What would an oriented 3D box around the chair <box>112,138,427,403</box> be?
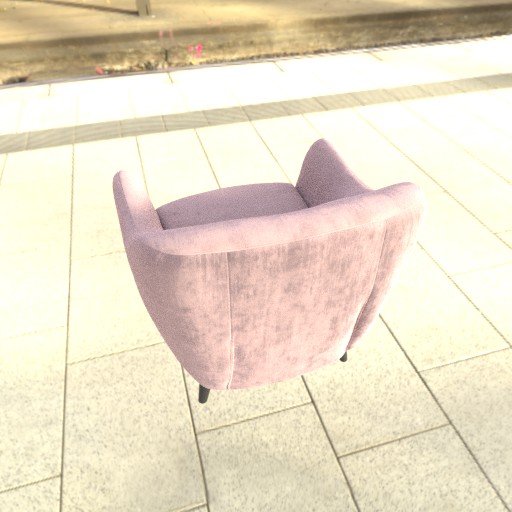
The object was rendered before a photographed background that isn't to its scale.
[{"bbox_3d":[0.000,0.000,1.521,0.840,0.820,0.820,-12,43,-14],"label":"chair"}]
